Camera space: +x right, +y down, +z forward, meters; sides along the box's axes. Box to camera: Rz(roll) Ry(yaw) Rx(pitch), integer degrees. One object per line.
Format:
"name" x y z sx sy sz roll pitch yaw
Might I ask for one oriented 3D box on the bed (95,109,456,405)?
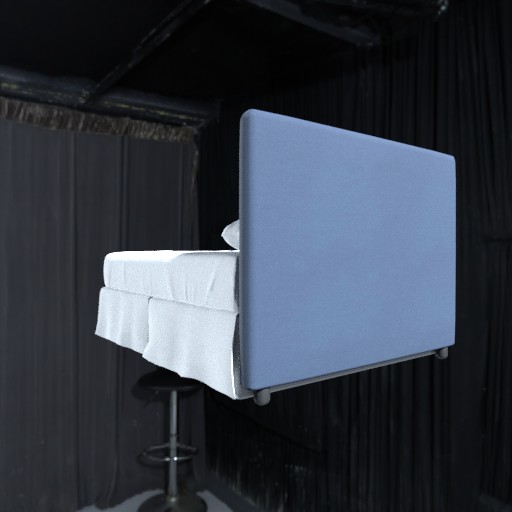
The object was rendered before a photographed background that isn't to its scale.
"bed" 0.000 0.000 3.249 1.713 1.330 2.162 0 1 -36
